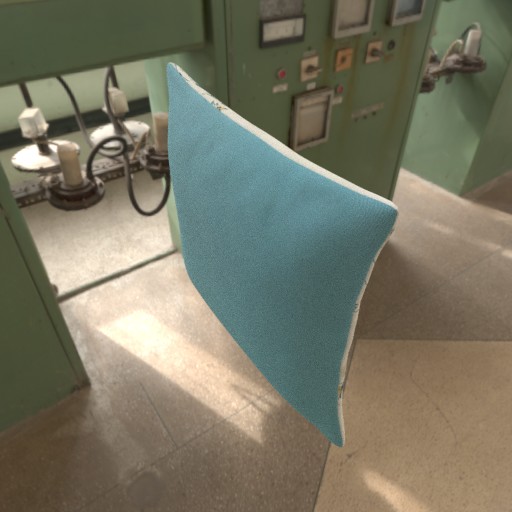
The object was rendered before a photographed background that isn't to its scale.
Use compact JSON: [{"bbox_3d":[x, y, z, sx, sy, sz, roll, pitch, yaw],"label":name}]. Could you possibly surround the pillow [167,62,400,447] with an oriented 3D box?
[{"bbox_3d":[0.000,0.000,0.764,0.166,0.507,0.526,-24,46,-25],"label":"pillow"}]
